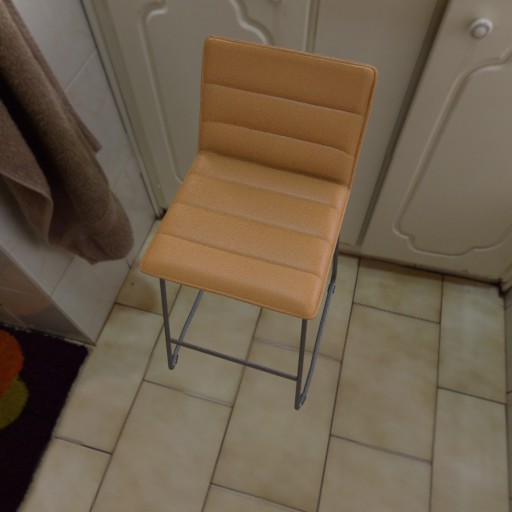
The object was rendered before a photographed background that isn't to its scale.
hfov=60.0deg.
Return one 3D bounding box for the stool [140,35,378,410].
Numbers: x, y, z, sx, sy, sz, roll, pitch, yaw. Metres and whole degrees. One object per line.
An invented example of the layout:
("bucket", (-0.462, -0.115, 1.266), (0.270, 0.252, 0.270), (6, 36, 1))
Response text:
("stool", (0.000, 0.000, 1.217), (0.489, 0.936, 0.524), (15, 60, 9))
